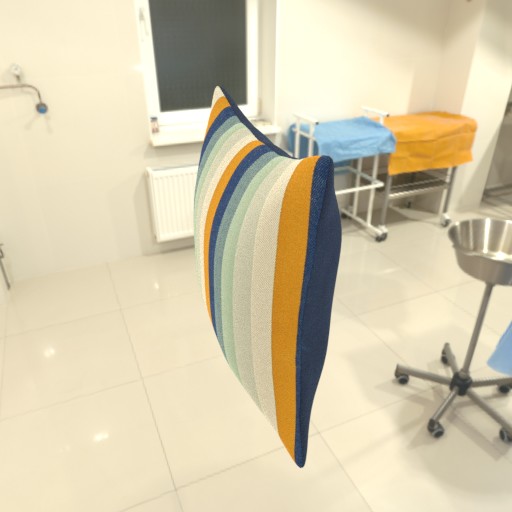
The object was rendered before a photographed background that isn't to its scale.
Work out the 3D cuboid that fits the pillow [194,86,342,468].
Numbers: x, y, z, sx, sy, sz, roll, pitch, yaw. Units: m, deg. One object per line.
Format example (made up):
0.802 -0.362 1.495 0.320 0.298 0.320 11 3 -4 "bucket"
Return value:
0.000 0.000 0.711 0.173 0.454 0.463 -9 31 -15 "pillow"
